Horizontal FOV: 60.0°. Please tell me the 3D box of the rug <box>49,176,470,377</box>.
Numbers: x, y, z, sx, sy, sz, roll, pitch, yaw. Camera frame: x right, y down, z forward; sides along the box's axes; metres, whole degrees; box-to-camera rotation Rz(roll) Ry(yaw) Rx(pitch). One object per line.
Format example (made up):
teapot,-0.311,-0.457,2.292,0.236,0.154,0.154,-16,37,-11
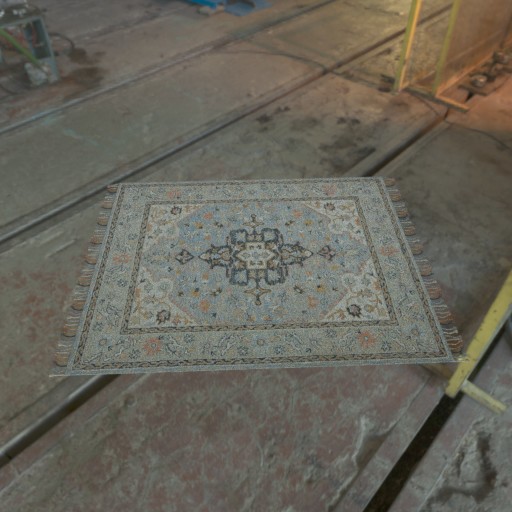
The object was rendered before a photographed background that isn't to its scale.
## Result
rug,0.000,0.000,4.169,3.221,0.011,2.379,-2,46,-2
